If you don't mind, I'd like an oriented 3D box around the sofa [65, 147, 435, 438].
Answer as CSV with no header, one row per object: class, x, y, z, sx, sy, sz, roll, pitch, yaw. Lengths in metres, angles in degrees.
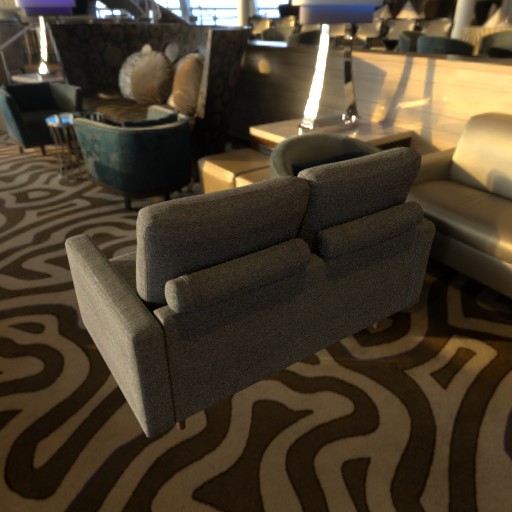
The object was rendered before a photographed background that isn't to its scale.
sofa,0.000,0.000,1.950,1.407,0.907,0.842,-18,34,-30
